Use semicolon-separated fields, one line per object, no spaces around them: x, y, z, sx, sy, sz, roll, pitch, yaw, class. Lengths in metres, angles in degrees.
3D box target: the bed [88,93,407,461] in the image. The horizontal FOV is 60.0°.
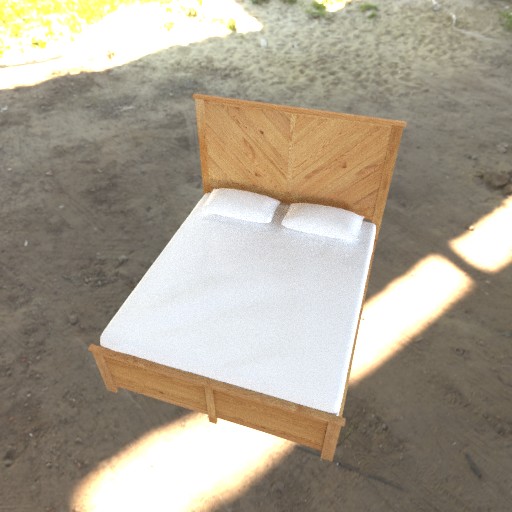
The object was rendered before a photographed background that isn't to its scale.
0.000;0.000;4.266;2.225;1.938;2.530;12;43;13;bed
